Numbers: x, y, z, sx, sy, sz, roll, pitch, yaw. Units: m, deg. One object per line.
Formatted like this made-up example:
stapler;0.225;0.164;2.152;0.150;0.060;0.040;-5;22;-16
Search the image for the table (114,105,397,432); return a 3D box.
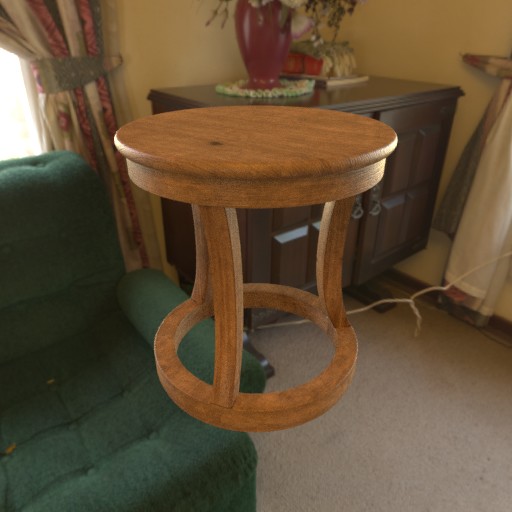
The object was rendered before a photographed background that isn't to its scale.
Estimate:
table;0.000;0.000;0.804;0.432;0.460;0.432;0;27;0
